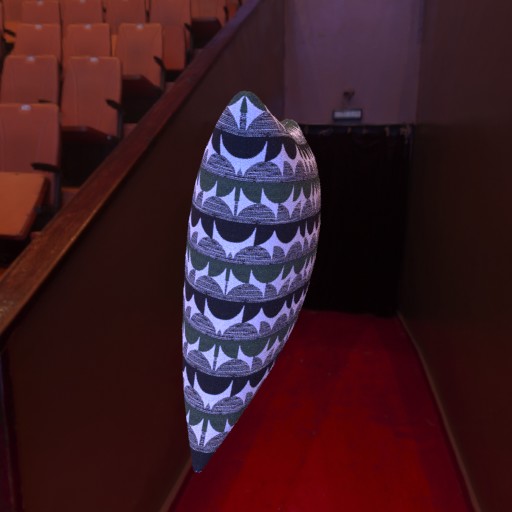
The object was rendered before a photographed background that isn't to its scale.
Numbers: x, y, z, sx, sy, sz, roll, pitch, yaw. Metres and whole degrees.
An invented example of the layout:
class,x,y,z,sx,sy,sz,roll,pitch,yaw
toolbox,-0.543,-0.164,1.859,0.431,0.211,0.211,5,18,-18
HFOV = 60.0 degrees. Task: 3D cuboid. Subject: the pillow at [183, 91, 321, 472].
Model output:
class,x,y,z,sx,sy,sz,roll,pitch,yaw
pillow,0.000,0.000,0.643,0.180,0.404,0.419,2,14,10
